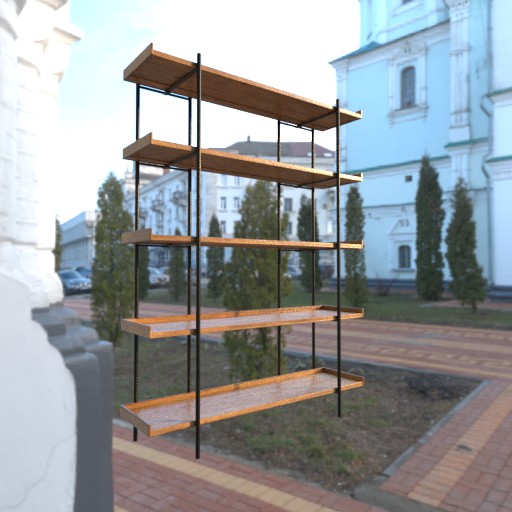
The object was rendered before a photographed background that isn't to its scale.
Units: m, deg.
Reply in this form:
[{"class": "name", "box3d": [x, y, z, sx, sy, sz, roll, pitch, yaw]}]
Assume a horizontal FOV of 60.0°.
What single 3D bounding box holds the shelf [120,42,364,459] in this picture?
[{"class": "shelf", "box3d": [0.000, 0.000, 2.418, 1.371, 1.826, 0.379, 1, -2, -37]}]
